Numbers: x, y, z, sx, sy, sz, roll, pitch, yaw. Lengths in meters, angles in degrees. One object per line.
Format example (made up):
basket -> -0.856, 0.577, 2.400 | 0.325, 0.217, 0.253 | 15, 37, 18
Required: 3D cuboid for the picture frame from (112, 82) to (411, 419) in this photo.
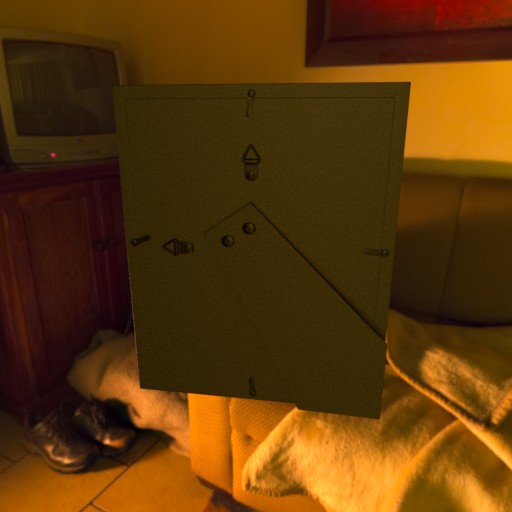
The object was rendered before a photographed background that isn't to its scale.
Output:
picture frame -> 0.000, 0.000, 0.393 | 0.232, 0.284, 0.042 | 3, 18, 9
